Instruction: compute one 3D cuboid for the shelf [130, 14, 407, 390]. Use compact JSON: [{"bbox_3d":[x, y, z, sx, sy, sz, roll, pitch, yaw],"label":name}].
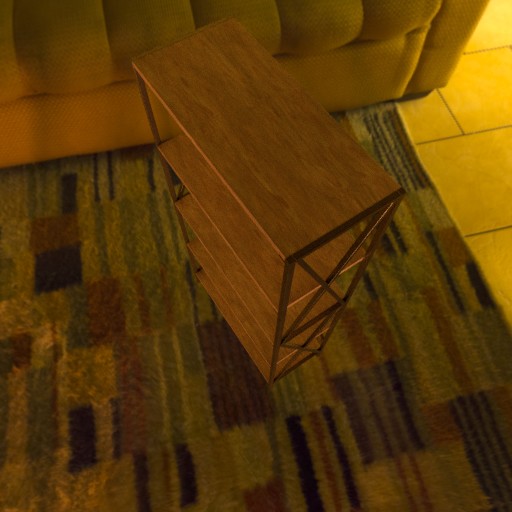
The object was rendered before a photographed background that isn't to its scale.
[{"bbox_3d":[0.000,0.000,2.107,0.386,1.803,0.874,-31,68,-14],"label":"shelf"}]
